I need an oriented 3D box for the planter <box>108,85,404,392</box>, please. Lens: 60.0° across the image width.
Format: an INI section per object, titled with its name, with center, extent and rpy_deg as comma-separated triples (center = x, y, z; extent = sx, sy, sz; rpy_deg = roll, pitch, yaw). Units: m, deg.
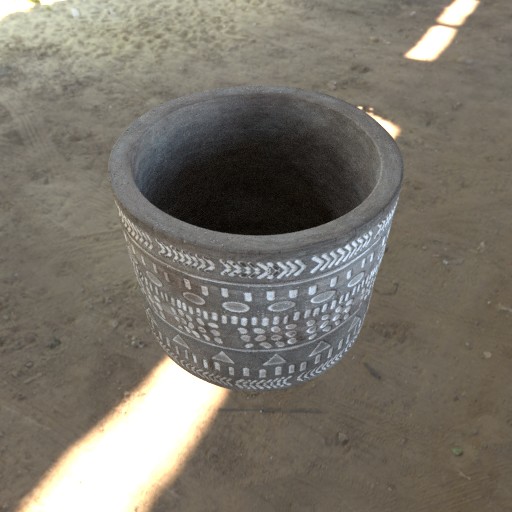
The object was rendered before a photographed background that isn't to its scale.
[planter]
center = 0.000, 0.000, 0.229
extent = 0.122, 0.128, 0.122
rpy_deg = 0, 46, 0
